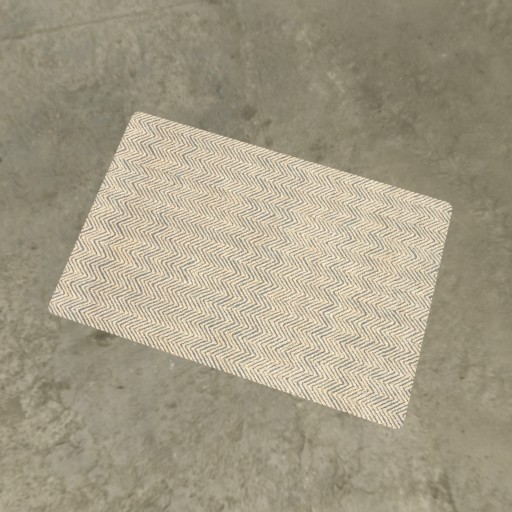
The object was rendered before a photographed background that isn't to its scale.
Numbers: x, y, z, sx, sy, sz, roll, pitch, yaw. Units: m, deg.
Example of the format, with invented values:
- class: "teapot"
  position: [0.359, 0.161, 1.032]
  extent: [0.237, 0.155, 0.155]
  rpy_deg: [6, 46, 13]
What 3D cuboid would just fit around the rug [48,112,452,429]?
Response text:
- class: "rug"
  position: [0.000, 0.000, 2.198]
  extent: [1.752, 0.008, 1.144]
  rpy_deg: [17, 76, 4]
